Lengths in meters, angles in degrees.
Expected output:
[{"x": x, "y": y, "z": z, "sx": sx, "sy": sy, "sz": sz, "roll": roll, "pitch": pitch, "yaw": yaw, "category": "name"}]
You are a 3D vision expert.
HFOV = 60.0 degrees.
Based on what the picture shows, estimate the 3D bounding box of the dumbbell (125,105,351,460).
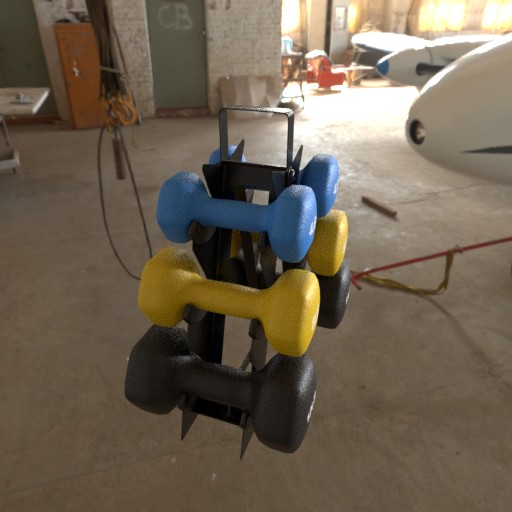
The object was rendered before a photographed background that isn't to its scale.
[{"x": 0.000, "y": 0.000, "z": 0.664, "sx": 0.255, "sy": 0.426, "sz": 0.409, "roll": 10, "pitch": 30, "yaw": 17, "category": "dumbbell"}]
